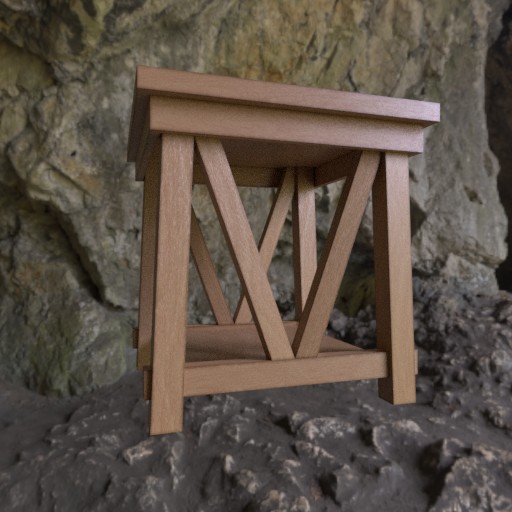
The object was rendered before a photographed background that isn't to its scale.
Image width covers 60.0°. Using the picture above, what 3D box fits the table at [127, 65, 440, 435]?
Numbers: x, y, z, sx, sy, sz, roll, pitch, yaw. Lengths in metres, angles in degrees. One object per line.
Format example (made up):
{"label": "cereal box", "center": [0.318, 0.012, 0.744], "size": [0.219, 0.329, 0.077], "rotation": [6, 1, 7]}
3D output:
{"label": "table", "center": [0.000, 0.000, 1.122], "size": [0.612, 0.638, 0.610], "rotation": [0, 0, -18]}
